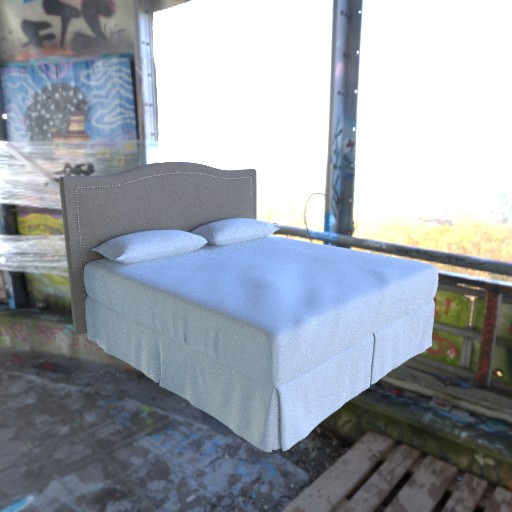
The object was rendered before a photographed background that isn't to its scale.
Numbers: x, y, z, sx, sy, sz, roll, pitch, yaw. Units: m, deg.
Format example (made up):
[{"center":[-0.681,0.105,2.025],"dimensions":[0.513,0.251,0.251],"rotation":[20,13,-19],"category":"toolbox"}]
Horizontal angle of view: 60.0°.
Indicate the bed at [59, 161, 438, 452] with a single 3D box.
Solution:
[{"center":[0.000,0.000,3.482],"dimensions":[2.182,1.421,2.083],"rotation":[13,19,43],"category":"bed"}]
